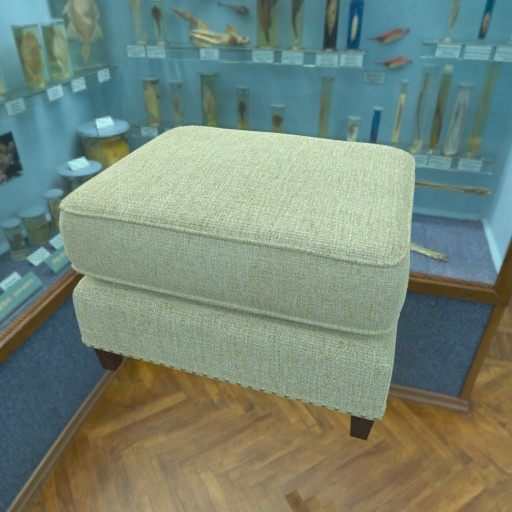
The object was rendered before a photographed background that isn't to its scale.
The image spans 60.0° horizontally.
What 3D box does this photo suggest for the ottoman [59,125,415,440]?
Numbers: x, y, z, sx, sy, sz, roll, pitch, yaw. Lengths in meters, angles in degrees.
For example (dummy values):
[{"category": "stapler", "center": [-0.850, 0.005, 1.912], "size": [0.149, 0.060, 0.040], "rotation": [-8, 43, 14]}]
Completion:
[{"category": "ottoman", "center": [0.000, 0.000, 1.141], "size": [0.738, 0.537, 0.589], "rotation": [10, 35, 15]}]
